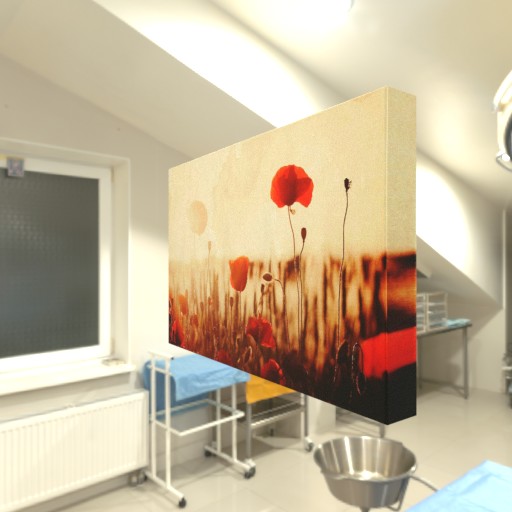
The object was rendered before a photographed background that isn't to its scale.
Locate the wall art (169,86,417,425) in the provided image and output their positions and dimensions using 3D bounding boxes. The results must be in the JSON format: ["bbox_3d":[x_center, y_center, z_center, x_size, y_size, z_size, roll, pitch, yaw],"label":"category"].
[{"bbox_3d":[0.000,0.000,0.492,0.037,0.251,0.383,0,0,-36],"label":"wall art"}]
